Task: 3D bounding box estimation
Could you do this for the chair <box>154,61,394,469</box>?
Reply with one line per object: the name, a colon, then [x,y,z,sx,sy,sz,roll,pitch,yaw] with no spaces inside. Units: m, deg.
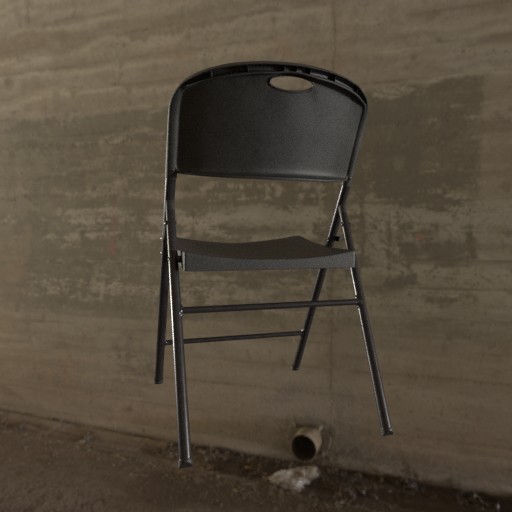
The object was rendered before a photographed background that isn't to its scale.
chair: [0.000,0.000,1.178,0.494,0.810,0.566,-1,2,-18]
